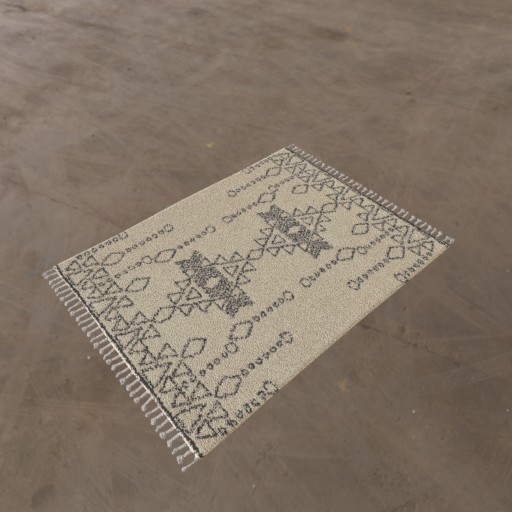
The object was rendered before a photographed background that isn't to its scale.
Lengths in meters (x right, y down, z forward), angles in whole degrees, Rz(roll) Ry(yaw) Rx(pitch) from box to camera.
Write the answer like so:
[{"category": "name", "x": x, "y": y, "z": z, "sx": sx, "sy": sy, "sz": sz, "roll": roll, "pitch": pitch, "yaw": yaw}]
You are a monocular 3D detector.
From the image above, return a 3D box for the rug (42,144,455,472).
[{"category": "rug", "x": 0.000, "y": 0.000, "z": 3.898, "sx": 3.027, "sy": 0.028, "sz": 2.125, "roll": -33, "pitch": 55, "yaw": -27}]
